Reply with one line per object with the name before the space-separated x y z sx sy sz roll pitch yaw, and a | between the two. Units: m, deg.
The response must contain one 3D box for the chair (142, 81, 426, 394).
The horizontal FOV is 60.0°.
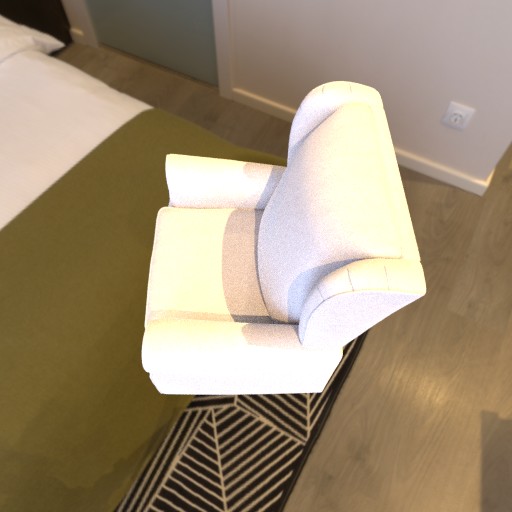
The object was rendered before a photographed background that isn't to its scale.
chair | 0.000 0.000 1.680 0.854 0.967 0.906 -1 58 0
